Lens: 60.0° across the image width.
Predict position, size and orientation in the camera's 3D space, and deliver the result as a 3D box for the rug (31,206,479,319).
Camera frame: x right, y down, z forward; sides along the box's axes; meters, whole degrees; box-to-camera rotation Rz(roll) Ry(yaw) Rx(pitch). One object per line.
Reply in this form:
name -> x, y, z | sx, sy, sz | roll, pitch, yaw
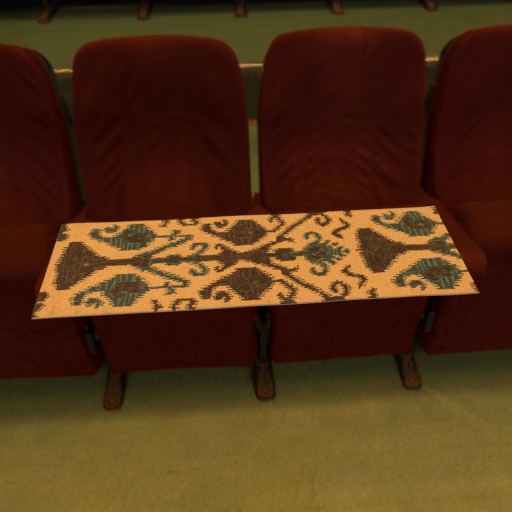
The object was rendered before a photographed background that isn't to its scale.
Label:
rug -> 0.000, 0.000, 2.494 | 2.301, 0.017, 0.692 | -3, 47, -3
